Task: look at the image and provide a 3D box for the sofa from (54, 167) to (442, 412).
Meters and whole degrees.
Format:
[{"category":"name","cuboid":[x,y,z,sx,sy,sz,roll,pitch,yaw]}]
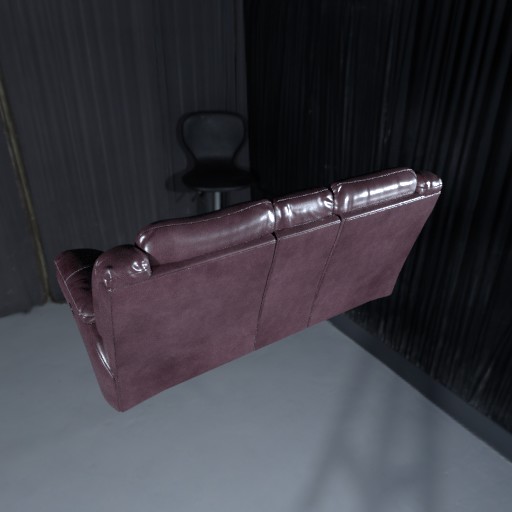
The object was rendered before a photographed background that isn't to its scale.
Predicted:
[{"category":"sofa","cuboid":[0.000,0.000,2.604,2.058,1.043,0.991,-17,33,-29]}]
